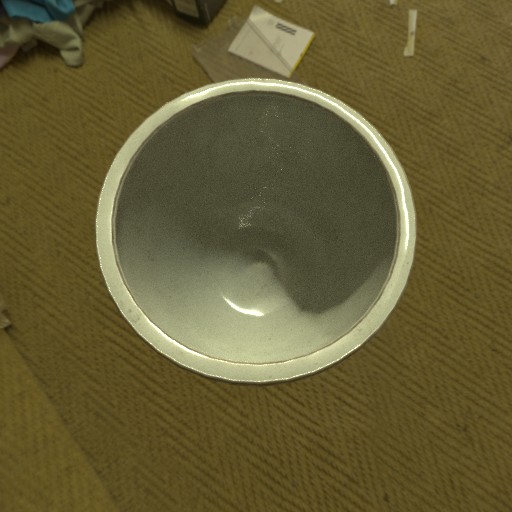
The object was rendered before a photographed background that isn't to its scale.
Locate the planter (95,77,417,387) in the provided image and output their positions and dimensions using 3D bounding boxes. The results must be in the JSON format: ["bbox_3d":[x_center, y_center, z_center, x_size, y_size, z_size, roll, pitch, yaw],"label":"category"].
[{"bbox_3d":[0.000,0.000,0.357,0.197,0.191,0.197,0,76,0],"label":"planter"}]
